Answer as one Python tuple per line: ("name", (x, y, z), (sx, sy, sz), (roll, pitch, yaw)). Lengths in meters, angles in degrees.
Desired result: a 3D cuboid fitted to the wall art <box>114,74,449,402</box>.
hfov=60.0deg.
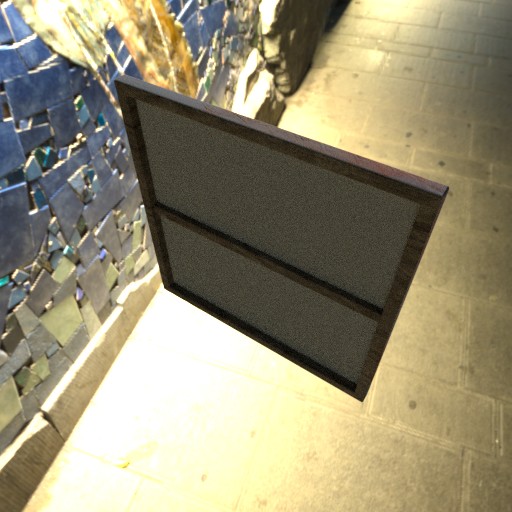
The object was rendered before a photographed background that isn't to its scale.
("wall art", (0.000, 0.000, 1.134), (0.747, 0.747, 0.035), (26, 52, 22))
